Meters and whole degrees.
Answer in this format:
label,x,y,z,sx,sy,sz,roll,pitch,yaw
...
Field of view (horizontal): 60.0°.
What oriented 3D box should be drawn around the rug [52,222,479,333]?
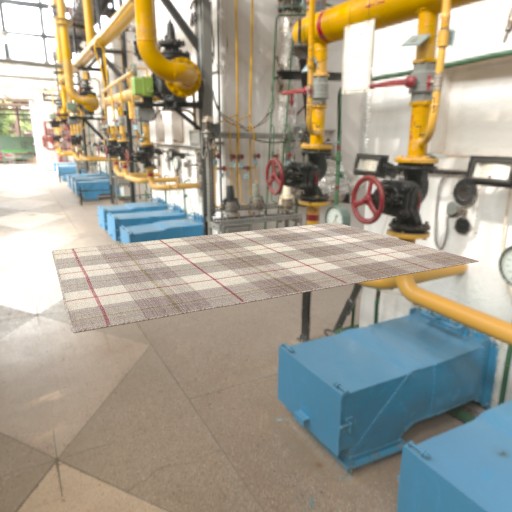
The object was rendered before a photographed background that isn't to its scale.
label,x,y,z,sx,sy,sz,roll,pitch,yaw
rug,0.000,0.000,3.006,2.464,0.010,1.549,-7,17,-26
